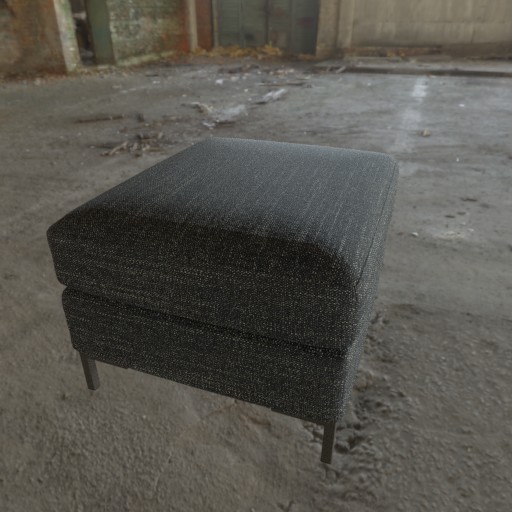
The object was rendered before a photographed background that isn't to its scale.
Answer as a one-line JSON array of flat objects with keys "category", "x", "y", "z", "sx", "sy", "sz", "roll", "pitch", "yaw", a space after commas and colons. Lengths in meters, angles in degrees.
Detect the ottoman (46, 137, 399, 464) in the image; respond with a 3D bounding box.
[{"category": "ottoman", "x": 0.000, "y": 0.000, "z": 1.220, "sx": 0.667, "sy": 0.491, "sz": 0.814, "roll": 10, "pitch": 30, "yaw": 18}]
